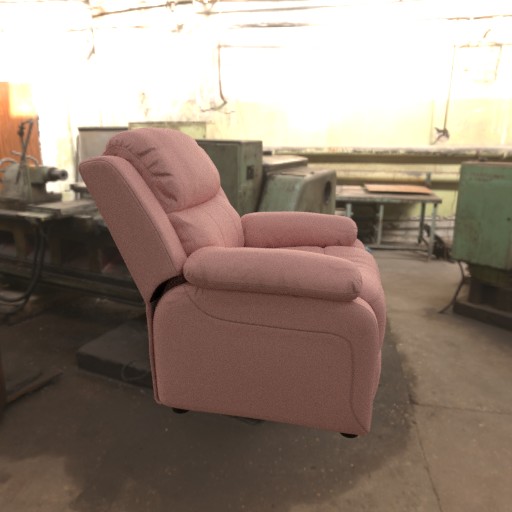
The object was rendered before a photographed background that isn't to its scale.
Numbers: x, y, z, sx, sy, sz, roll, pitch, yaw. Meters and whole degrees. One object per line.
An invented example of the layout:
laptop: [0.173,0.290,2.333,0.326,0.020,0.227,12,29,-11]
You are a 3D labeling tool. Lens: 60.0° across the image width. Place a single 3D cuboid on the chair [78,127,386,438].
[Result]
chair: [0.000,0.000,1.259,0.709,0.702,0.680,3,15,11]
